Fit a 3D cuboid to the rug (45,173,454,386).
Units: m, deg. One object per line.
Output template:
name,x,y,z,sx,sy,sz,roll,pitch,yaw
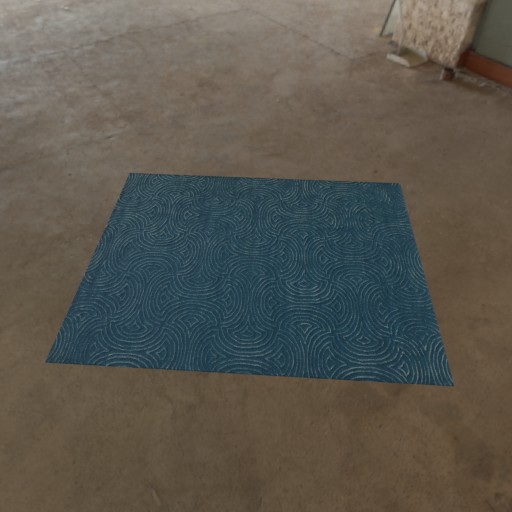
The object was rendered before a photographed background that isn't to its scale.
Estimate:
rug,0.000,0.000,4.117,3.033,0.012,2.432,3,46,3
